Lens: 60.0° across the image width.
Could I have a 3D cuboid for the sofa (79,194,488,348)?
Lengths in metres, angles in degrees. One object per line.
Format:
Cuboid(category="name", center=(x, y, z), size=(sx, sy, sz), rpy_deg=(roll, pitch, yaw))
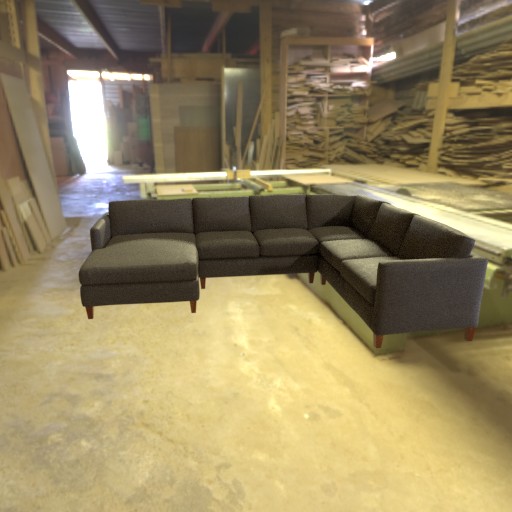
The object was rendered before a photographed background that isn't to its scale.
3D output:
Cuboid(category="sofa", center=(0.000, 0.000, 4.605), size=(3.460, 0.961, 2.594), rpy_deg=(-2, 16, -8))
